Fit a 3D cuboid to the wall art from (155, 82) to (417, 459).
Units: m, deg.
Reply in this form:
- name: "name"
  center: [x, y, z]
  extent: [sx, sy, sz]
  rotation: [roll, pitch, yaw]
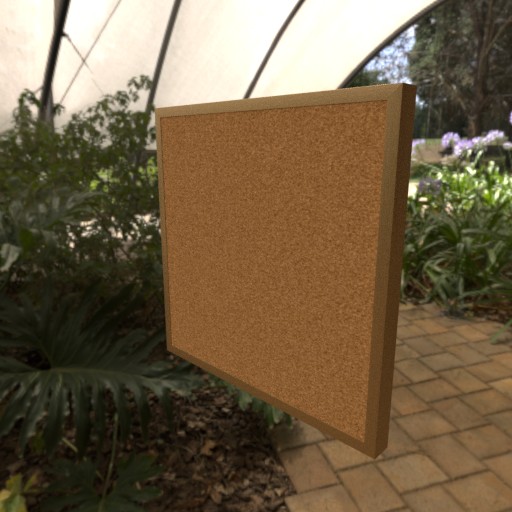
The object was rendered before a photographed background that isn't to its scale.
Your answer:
- name: "wall art"
  center: [0.000, 0.000, 0.760]
  extent: [0.510, 0.509, 0.037]
  rotation: [13, 19, 42]
